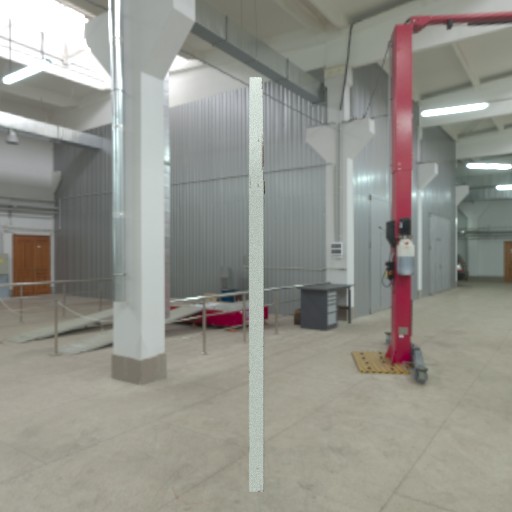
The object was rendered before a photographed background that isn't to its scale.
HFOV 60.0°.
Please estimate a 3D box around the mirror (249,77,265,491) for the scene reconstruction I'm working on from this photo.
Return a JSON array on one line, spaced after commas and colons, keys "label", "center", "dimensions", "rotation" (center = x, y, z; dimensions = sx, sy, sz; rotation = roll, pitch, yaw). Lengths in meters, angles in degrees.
[{"label": "mirror", "center": [0.000, 0.000, 1.196], "dimensions": [0.032, 0.920, 0.660], "rotation": [0, 0, 0]}]
